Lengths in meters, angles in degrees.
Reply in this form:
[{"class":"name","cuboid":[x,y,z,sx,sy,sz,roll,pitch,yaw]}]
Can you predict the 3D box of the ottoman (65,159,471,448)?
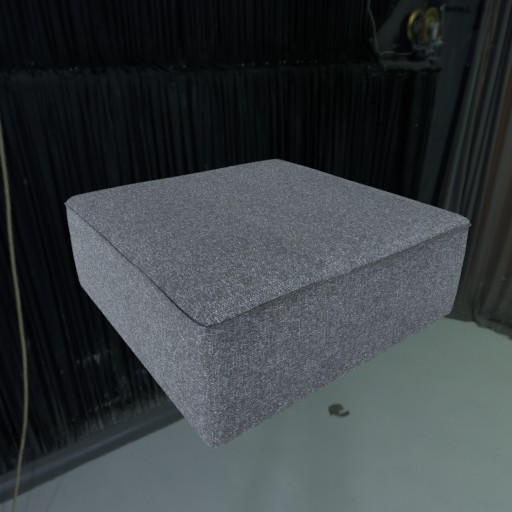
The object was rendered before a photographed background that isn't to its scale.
[{"class":"ottoman","cuboid":[0.000,0.000,1.583,1.021,0.423,1.017,-18,31,-32]}]
